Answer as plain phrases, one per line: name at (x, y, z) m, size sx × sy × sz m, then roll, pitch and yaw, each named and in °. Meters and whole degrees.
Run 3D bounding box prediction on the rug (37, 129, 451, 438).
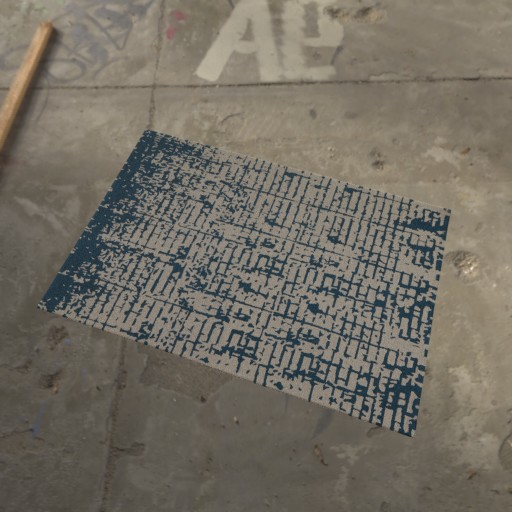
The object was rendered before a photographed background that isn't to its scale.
rug at (0.000, 0.000, 2.277) m, size 1.828 × 0.007 × 1.220 m, roll 17°, pitch 63°, yaw 9°
